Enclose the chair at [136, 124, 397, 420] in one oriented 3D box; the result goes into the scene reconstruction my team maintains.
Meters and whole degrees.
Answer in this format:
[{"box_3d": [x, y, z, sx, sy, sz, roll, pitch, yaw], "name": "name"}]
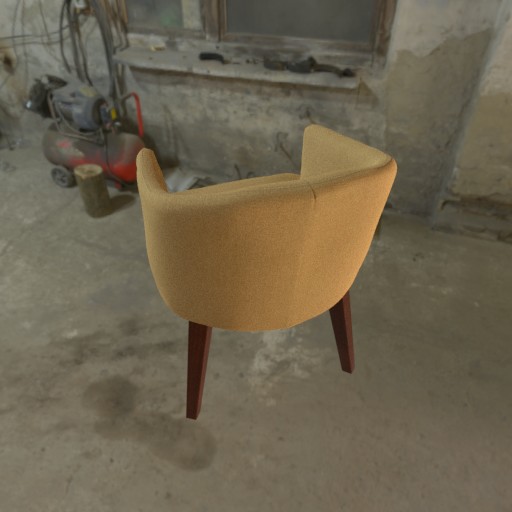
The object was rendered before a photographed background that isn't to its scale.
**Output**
[{"box_3d": [0.000, 0.000, 1.254, 0.583, 0.811, 0.655, -12, 41, -13], "name": "chair"}]
